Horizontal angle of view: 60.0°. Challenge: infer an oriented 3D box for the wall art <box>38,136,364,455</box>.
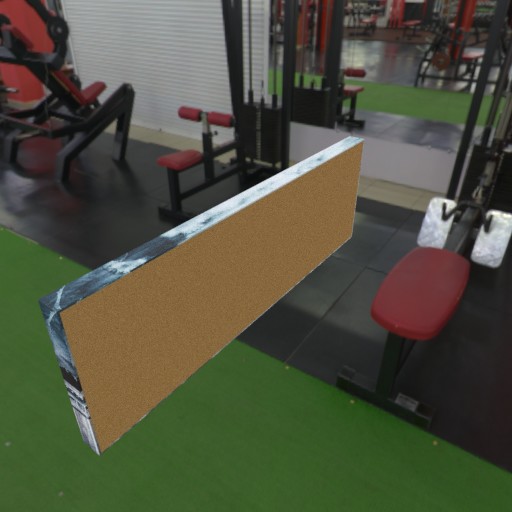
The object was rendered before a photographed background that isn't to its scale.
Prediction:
[{"bbox_3d":[0.000,0.000,0.806,0.037,0.251,0.759,22,38,31],"label":"wall art"}]
